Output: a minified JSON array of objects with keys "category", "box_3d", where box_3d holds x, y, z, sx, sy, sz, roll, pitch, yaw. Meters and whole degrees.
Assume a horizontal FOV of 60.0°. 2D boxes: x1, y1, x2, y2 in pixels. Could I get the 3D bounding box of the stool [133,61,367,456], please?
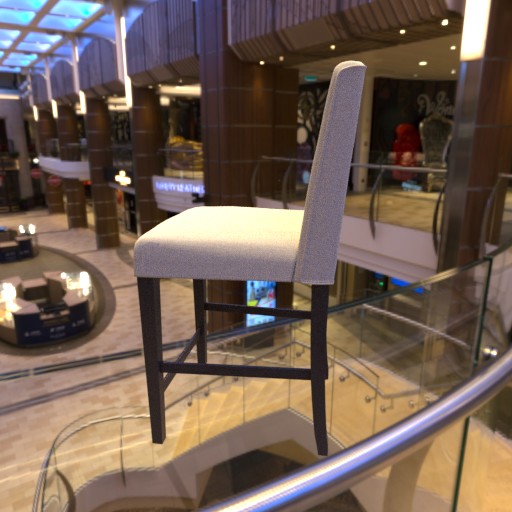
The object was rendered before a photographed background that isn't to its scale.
[{"category":"stool","box_3d":[0.000,0.000,1.227,0.509,0.939,0.474,2,15,9]}]
